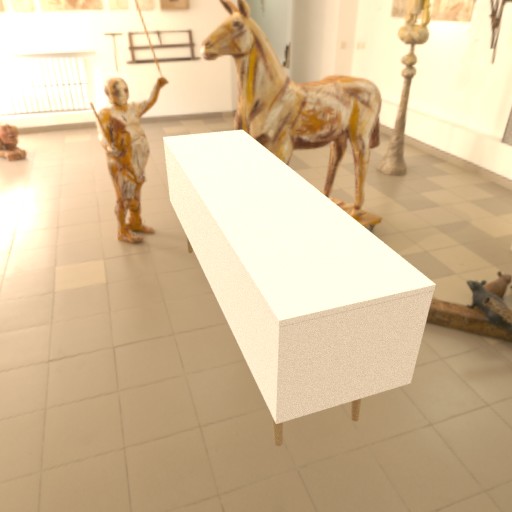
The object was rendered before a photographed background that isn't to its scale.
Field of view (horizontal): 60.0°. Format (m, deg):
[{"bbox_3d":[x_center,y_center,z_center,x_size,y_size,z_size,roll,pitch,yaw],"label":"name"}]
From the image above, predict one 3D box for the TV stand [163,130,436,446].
[{"bbox_3d":[0.000,0.000,1.657,0.401,0.560,1.398,-10,32,-17],"label":"TV stand"}]
